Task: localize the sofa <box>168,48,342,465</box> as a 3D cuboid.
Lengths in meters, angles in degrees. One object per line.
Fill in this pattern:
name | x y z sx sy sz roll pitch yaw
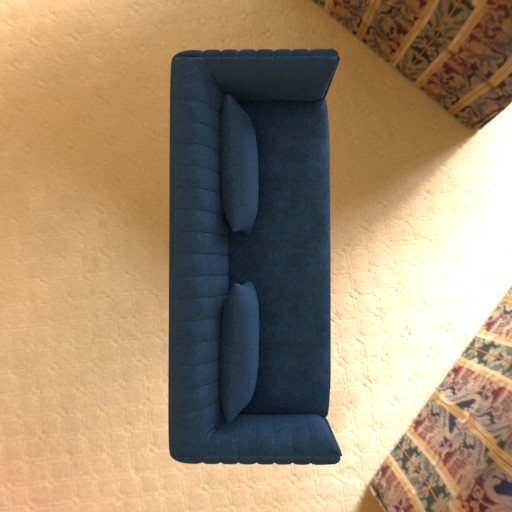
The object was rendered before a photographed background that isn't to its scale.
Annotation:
sofa | 0.000 0.000 2.562 0.896 0.793 2.136 0 88 0
